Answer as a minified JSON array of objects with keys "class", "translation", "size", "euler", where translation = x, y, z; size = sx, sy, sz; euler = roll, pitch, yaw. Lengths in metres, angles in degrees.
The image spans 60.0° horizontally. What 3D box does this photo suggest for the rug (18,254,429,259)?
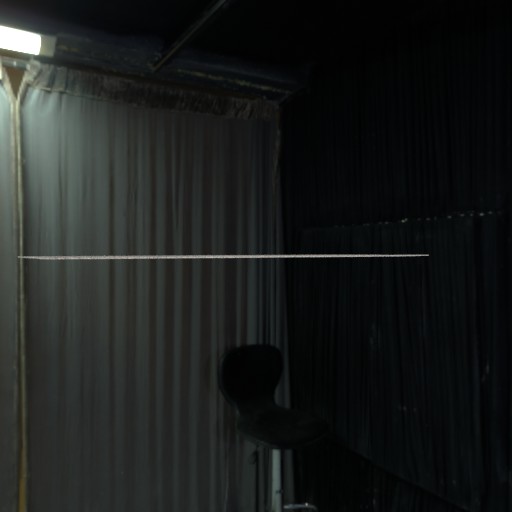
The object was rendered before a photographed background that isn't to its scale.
[{"class":"rug","translation":[0.000,0.000,2.653],"size":[2.443,0.009,0.706],"euler":[0,1,-35]}]
